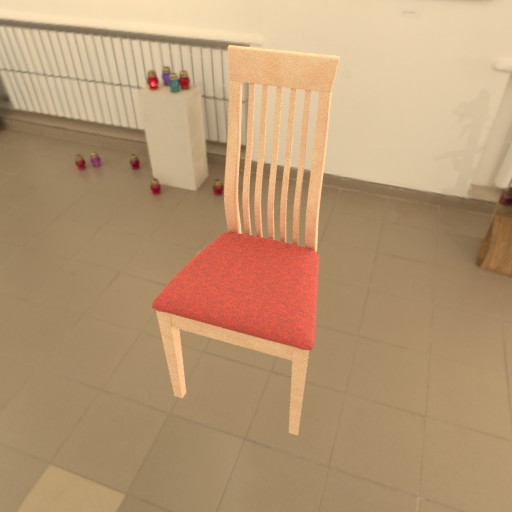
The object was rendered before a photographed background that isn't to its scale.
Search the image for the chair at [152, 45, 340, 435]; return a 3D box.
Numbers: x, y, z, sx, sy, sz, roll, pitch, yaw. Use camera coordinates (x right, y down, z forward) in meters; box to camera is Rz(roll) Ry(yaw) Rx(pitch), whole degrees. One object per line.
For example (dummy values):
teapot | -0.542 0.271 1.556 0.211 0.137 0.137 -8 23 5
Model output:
chair | 0.000 0.000 1.299 0.460 1.027 0.474 13 42 14
